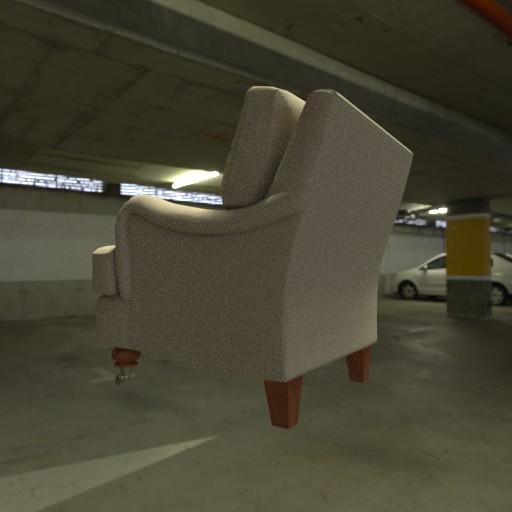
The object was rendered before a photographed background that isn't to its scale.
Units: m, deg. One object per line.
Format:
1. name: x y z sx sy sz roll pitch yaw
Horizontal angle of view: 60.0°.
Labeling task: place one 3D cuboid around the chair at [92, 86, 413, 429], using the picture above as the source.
1. chair: 0.000 0.000 1.845 1.078 1.076 0.895 -1 -1 34
